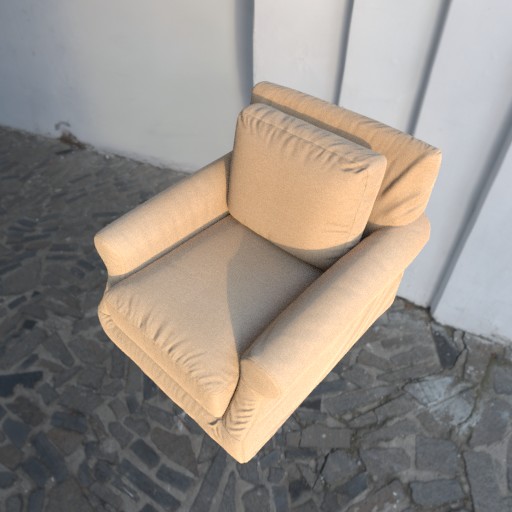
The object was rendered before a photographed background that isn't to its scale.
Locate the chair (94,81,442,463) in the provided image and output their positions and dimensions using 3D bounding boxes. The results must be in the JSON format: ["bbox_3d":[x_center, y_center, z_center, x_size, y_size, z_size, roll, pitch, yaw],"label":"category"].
[{"bbox_3d":[0.000,0.000,1.712,0.940,0.866,1.066,33,54,28],"label":"chair"}]
